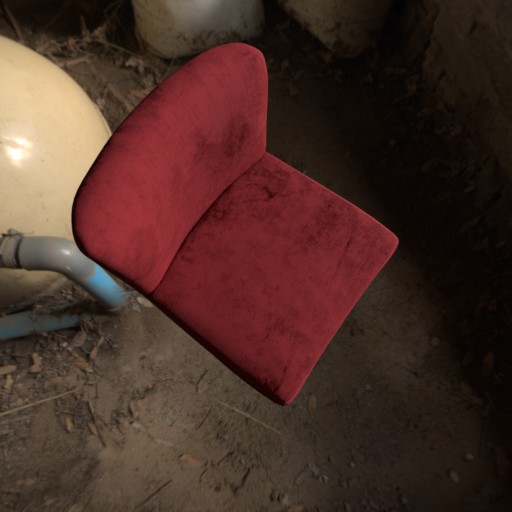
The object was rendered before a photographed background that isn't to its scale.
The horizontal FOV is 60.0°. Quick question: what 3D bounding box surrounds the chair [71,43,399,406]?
[{"bbox_3d":[0.000,0.000,1.131,0.560,0.824,0.530,35,78,9],"label":"chair"}]
